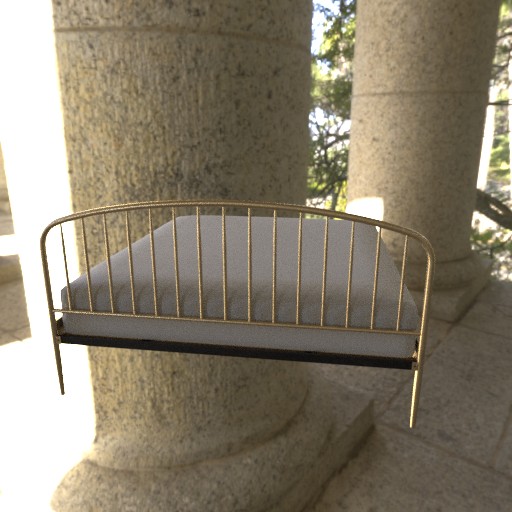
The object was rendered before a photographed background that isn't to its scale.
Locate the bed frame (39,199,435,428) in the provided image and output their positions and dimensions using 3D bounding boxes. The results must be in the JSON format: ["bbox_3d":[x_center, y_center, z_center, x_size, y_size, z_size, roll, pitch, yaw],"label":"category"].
[{"bbox_3d":[0.000,0.000,3.309,2.016,1.174,2.152,2,16,8],"label":"bed frame"}]
